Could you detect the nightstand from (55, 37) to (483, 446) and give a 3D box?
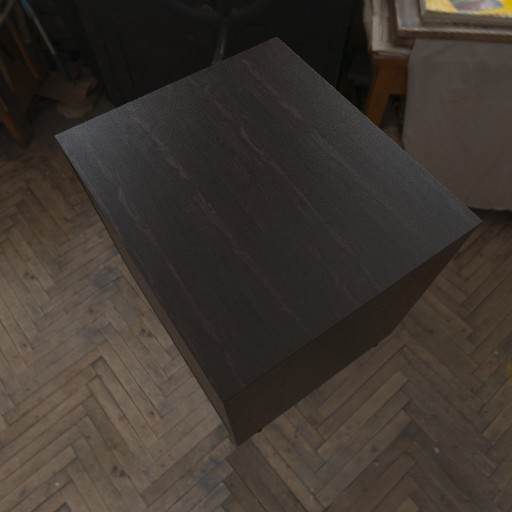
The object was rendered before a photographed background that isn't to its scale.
[{"bbox_3d":[0.000,0.000,0.865,0.427,0.487,0.489,-31,66,-16],"label":"nightstand"}]
